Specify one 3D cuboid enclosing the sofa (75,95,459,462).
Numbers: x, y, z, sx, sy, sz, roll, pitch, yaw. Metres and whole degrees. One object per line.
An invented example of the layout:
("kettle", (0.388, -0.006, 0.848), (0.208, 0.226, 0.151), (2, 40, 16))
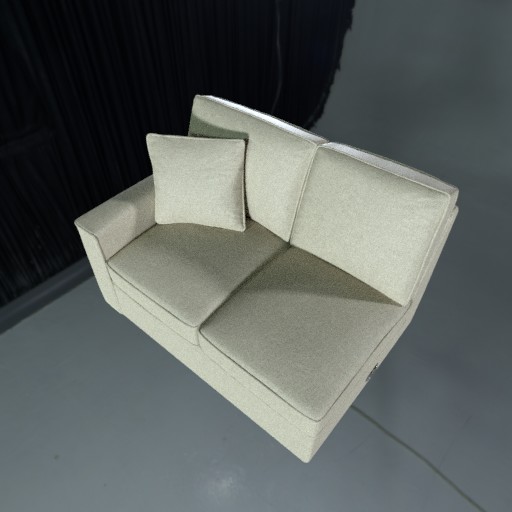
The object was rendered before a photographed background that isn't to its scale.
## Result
("sofa", (0.000, 0.000, 2.071), (1.388, 0.989, 0.991), (31, 53, 27))
